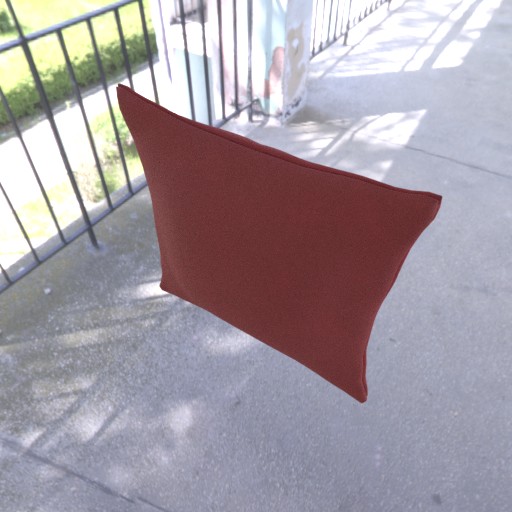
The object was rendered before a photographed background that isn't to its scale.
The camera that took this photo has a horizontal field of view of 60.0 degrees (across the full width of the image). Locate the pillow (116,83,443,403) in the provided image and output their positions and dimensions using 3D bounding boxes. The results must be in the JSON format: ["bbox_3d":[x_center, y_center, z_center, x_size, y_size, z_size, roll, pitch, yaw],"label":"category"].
[{"bbox_3d":[0.000,0.000,0.650,0.435,0.416,0.151,25,51,22],"label":"pillow"}]
